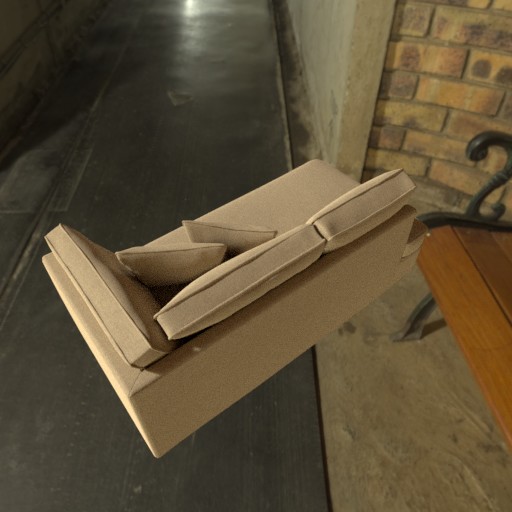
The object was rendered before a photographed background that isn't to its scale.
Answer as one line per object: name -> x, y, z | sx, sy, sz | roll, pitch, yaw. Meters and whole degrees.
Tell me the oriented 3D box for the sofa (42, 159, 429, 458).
sofa -> 0.000, 0.000, 2.865 | 2.237, 1.033, 1.110 | -30, 54, -25
